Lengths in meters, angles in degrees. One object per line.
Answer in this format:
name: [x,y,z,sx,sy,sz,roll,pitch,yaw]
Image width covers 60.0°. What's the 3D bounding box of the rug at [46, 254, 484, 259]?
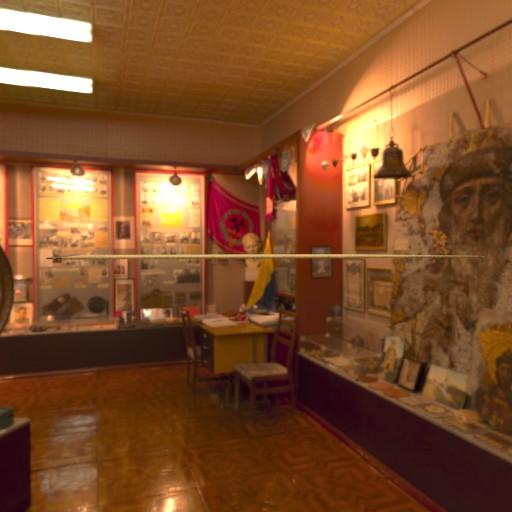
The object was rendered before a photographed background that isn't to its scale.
rug: [0.000,0.000,3.033,2.435,0.010,1.544,0,1,-18]
